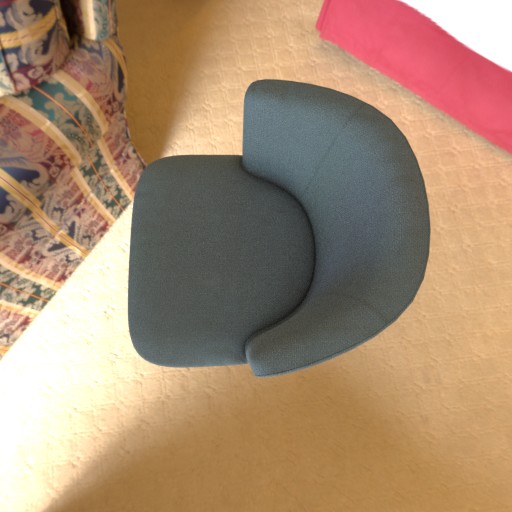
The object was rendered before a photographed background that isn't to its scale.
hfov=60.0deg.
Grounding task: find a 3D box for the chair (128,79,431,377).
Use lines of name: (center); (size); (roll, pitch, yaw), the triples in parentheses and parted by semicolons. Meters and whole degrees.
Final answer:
chair: (0.000, 0.000, 1.254); (0.702, 0.760, 0.661); (-1, 75, 0)
